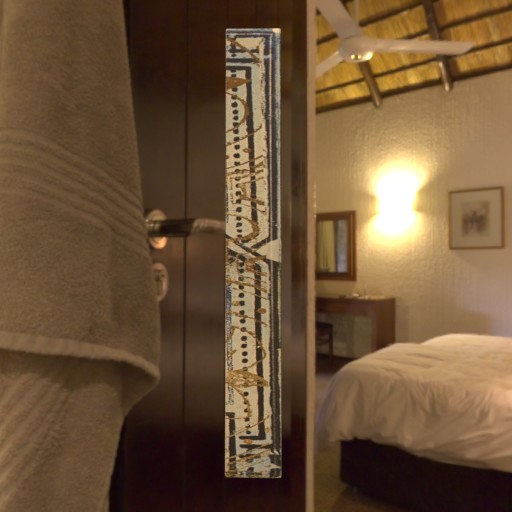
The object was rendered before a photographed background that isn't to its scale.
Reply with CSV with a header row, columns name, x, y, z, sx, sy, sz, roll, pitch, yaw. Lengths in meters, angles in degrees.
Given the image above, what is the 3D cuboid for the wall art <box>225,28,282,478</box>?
name,x,y,z,sx,sy,sz,roll,pitch,yaw
wall art,0.000,0.000,0.452,0.038,0.306,0.302,0,-2,1
